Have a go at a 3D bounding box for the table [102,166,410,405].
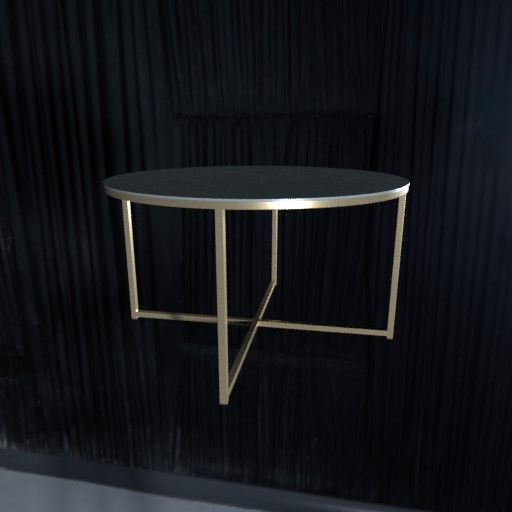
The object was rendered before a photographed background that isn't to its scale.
[{"bbox_3d":[0.000,0.000,1.279,0.800,0.450,0.800,0,16,0],"label":"table"}]
